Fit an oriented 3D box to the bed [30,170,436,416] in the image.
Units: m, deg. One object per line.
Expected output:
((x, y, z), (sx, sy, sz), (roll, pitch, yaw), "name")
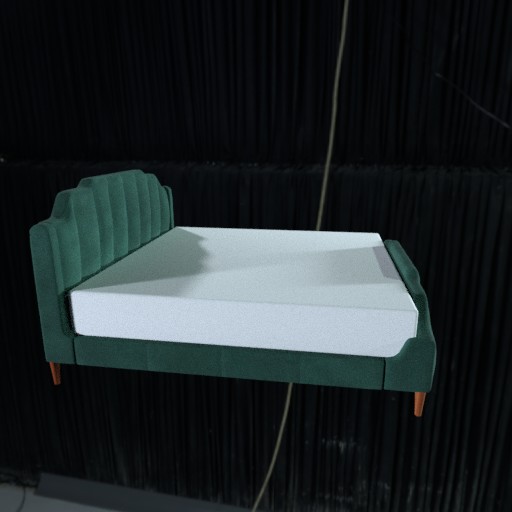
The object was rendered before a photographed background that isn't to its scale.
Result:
((0.000, 0.000, 3.460), (2.340, 1.245, 2.074), (2, 15, 9), "bed")
